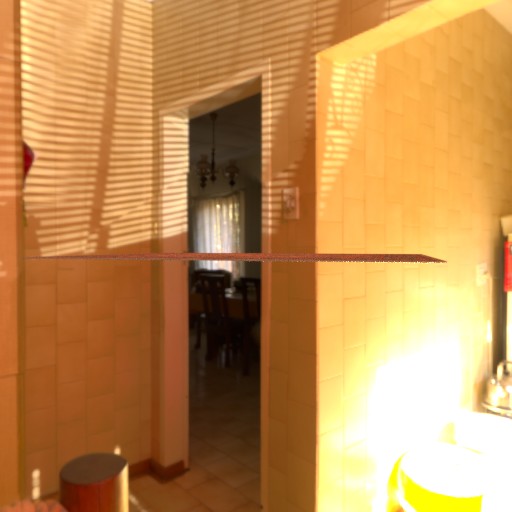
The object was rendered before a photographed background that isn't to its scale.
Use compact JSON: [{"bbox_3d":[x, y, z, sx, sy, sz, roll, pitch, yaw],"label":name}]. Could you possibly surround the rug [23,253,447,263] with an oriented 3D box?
[{"bbox_3d":[0.000,0.000,4.152,3.057,0.013,2.434,0,1,17],"label":"rug"}]
